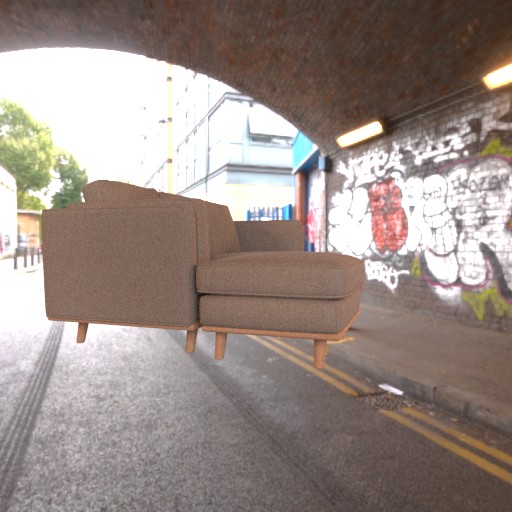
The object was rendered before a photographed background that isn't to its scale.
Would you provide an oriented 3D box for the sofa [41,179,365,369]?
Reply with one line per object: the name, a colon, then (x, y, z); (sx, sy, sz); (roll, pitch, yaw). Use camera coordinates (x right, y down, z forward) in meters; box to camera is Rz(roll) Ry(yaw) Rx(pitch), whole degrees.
sofa: (0.000, 0.000, 3.173); (1.604, 0.929, 2.411); (1, 2, 19)
